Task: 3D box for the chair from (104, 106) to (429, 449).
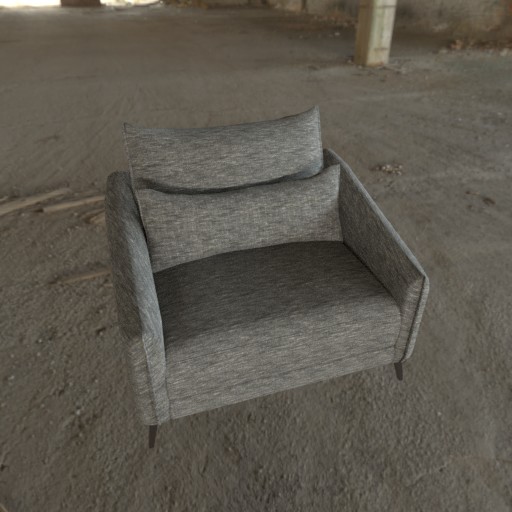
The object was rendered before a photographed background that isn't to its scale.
[{"bbox_3d":[0.000,0.000,1.605,1.004,0.842,0.805,-10,33,-15],"label":"chair"}]
